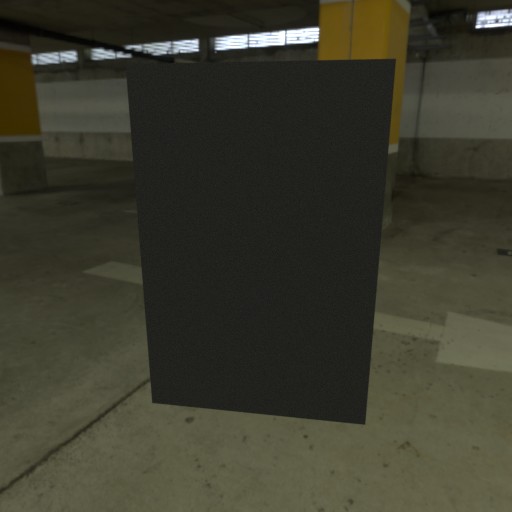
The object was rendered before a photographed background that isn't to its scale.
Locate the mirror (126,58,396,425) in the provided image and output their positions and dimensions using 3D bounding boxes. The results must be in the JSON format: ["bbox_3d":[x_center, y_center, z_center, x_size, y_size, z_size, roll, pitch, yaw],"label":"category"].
[{"bbox_3d":[0.000,0.000,1.134,0.606,0.912,0.044,3,17,9],"label":"mirror"}]
